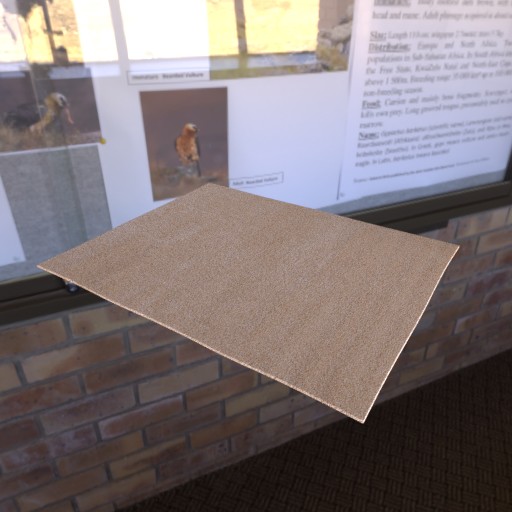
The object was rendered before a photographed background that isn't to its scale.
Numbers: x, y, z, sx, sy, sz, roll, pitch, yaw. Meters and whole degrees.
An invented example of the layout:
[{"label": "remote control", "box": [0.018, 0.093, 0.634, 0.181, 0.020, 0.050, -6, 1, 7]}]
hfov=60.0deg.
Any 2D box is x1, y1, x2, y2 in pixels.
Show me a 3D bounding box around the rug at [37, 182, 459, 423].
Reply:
[{"label": "rug", "box": [0.000, 0.000, 4.020, 3.000, 0.025, 2.400, 18, 35, 28]}]
